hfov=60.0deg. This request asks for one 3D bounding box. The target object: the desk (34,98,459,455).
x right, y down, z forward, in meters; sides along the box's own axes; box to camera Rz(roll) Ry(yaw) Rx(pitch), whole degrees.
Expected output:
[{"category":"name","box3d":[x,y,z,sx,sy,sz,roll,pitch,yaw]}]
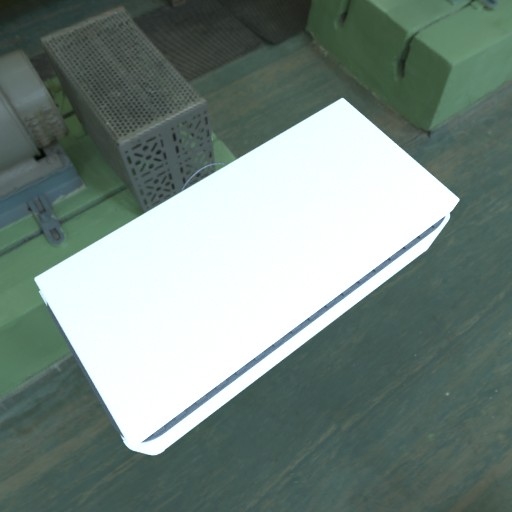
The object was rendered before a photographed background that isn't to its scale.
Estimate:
[{"category":"desk","box3d":[0.000,0.000,2.230,1.900,0.526,0.900,-34,68,-16]}]
